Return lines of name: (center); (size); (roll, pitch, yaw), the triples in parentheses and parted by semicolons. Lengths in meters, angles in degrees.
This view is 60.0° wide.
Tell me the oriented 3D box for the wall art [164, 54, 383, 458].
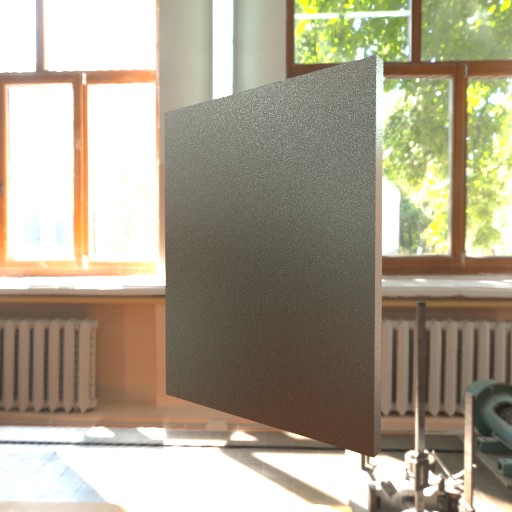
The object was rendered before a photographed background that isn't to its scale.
wall art: (0.000, 0.000, 0.771); (0.444, 0.569, 0.025); (1, 2, 38)
